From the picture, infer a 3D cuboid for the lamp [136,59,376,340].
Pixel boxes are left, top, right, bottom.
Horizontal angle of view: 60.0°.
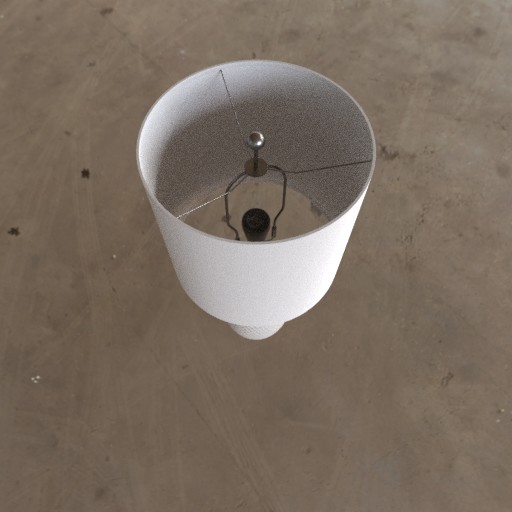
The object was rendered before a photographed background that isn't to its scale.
[{"bbox_3d":[0.000,0.000,0.599,0.214,0.466,0.214,-18,64,-9],"label":"lamp"}]
